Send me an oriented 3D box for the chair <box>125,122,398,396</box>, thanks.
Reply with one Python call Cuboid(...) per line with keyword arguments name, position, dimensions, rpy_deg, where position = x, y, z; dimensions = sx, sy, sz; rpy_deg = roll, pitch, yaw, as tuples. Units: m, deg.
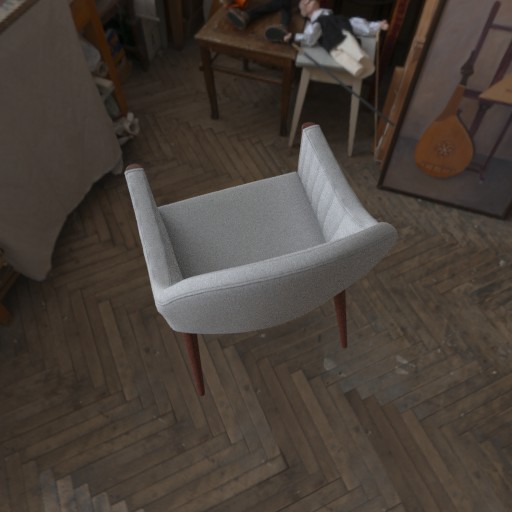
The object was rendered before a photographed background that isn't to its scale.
Cuboid(name="chair", position=(0.000, 0.000, 1.301), dimensions=(0.610, 0.889, 0.620), rpy_deg=(-16, 60, -10))
